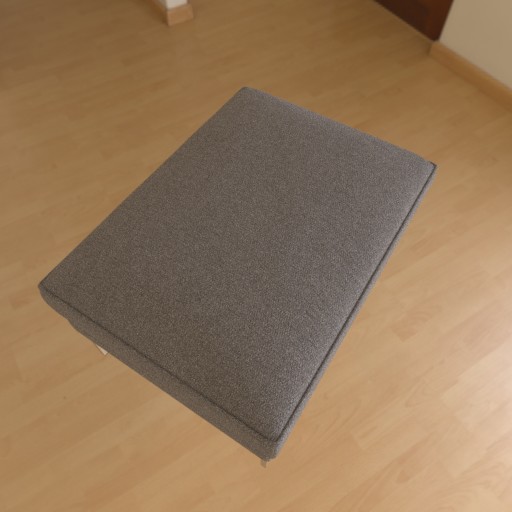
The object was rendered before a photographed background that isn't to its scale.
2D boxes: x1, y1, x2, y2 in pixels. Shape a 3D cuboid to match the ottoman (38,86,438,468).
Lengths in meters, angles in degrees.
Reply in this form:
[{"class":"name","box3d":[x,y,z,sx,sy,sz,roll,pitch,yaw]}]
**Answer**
[{"class":"ottoman","box3d":[0.000,0.000,1.122,0.583,0.464,0.785,28,61,17]}]
